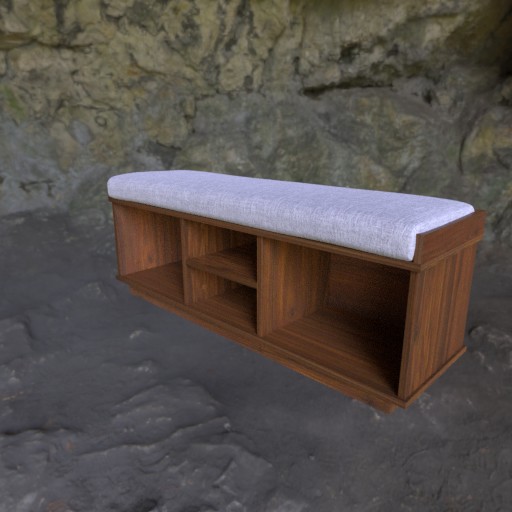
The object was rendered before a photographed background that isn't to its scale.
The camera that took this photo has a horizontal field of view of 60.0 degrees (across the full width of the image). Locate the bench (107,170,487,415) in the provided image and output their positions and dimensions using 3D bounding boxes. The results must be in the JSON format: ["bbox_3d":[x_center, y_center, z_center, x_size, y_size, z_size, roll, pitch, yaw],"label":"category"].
[{"bbox_3d":[0.000,0.000,1.399,1.196,0.468,0.367,15,22,42],"label":"bench"}]
